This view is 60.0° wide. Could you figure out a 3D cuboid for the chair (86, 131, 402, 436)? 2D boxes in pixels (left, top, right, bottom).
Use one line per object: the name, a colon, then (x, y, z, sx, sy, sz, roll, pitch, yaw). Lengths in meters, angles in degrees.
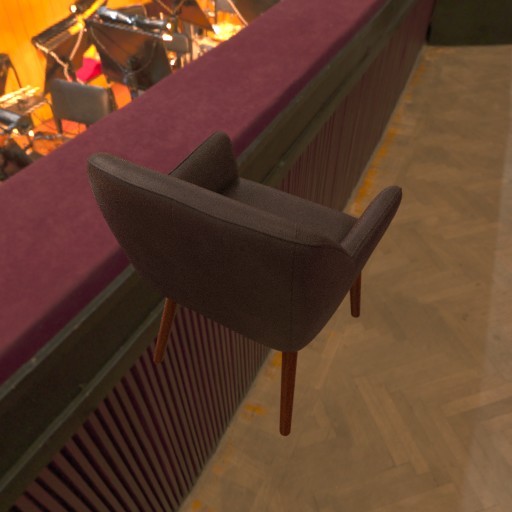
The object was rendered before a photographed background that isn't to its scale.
chair: (0.000, 0.000, 1.259, 0.610, 0.828, 0.610, 23, 50, 21)
